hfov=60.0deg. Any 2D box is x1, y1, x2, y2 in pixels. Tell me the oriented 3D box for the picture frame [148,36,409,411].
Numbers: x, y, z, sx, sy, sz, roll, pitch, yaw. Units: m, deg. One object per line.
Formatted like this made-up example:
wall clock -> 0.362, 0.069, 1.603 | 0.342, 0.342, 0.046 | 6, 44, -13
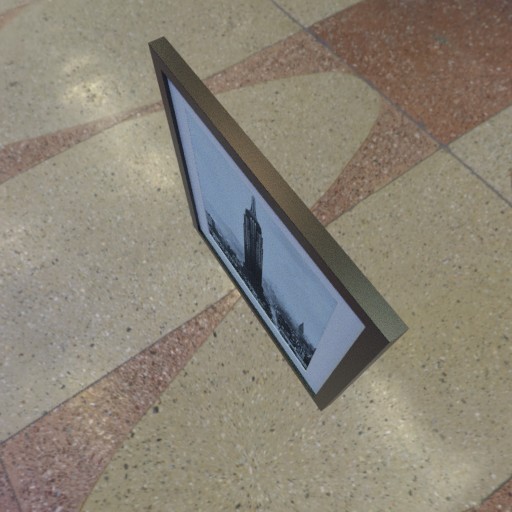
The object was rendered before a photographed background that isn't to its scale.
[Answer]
picture frame -> 0.000, 0.000, 0.827 | 0.029, 0.557, 0.559 | -30, 67, -14
